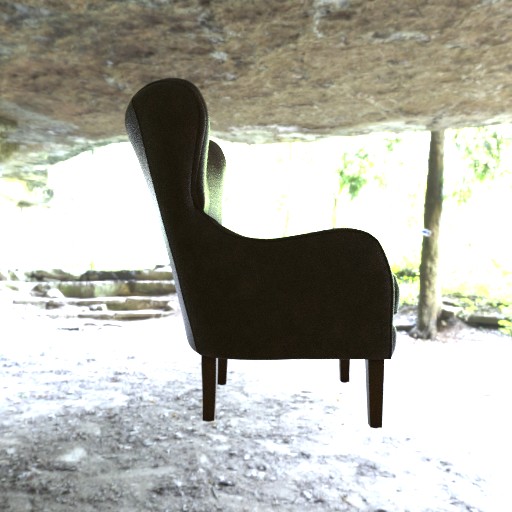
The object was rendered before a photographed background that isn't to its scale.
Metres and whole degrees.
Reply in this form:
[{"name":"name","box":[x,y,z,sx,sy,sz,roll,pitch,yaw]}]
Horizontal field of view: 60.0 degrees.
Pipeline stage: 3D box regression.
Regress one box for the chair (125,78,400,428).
[{"name":"chair","box":[0.000,0.000,1.617,0.914,1.048,0.692,0,-1,1]}]
